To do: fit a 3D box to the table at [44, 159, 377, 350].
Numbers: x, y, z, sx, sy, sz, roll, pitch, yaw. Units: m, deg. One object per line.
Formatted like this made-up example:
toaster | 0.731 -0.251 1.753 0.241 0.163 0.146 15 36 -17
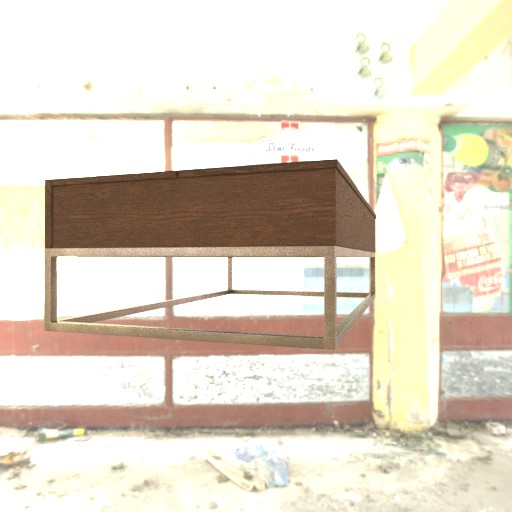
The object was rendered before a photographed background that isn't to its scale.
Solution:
table | 0.000 0.000 1.503 0.719 0.361 1.167 0 0 19
